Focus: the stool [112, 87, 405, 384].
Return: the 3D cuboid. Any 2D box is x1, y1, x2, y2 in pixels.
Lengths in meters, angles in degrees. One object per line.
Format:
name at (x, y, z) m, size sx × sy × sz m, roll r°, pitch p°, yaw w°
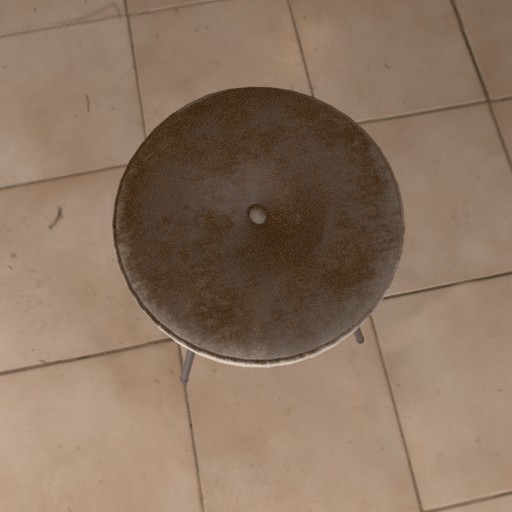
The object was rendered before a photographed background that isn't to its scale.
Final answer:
stool at (0.000, 0.000, 0.863) m, size 0.457 × 0.538 × 0.423 m, roll -12°, pitch 76°, yaw -3°
